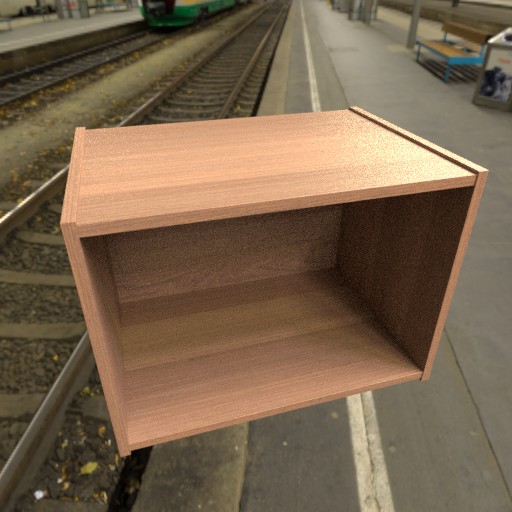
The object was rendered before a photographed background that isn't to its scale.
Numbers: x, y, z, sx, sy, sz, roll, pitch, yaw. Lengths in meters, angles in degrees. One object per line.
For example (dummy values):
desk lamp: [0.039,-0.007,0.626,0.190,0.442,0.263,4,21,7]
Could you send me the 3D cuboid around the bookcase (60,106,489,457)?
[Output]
bookcase: [0.000,0.000,0.604,0.415,0.305,0.290,-9,33,-14]
